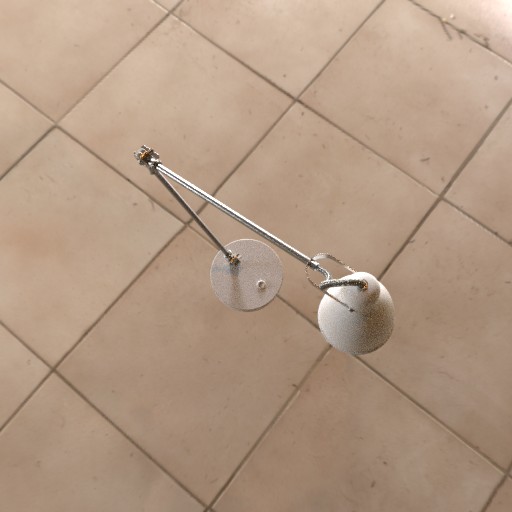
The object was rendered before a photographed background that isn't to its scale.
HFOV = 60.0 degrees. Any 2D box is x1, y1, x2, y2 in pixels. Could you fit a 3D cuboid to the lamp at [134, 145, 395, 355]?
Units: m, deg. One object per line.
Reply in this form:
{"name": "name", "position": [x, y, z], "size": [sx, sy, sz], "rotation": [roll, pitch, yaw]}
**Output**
{"name": "lamp", "position": [0.000, 0.000, 0.886], "size": [0.561, 0.587, 0.187], "rotation": [37, 78, 9]}
